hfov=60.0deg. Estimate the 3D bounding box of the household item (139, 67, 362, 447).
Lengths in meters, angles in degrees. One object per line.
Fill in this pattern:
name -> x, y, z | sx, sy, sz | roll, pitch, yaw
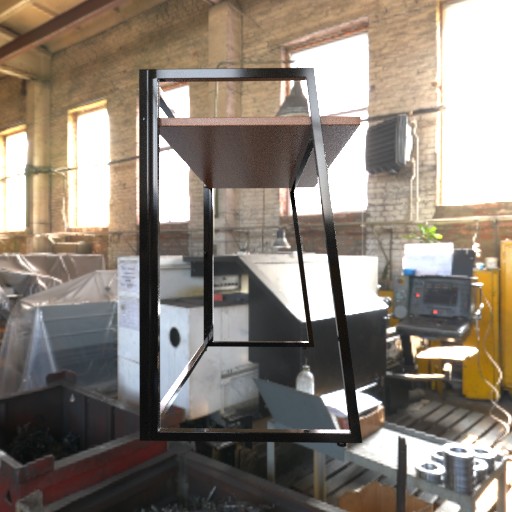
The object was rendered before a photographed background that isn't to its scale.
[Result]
household item -> 0.000, 0.000, 1.530 | 0.510, 0.860, 1.050 | 0, 0, 1
